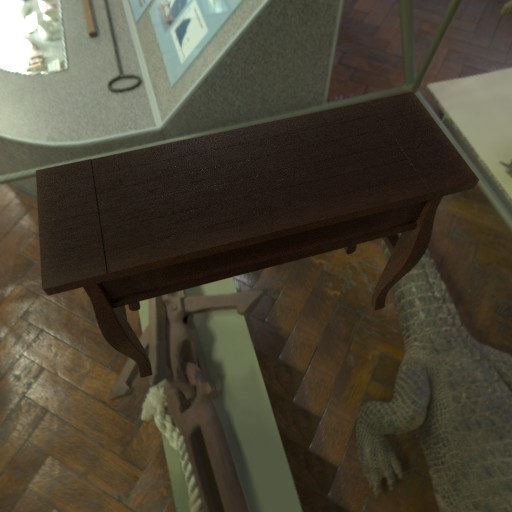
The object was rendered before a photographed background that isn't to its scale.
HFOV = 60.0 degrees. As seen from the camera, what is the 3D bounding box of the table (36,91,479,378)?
[{"bbox_3d":[0.000,0.000,1.444,1.062,0.768,0.373,-14,59,-9],"label":"table"}]
